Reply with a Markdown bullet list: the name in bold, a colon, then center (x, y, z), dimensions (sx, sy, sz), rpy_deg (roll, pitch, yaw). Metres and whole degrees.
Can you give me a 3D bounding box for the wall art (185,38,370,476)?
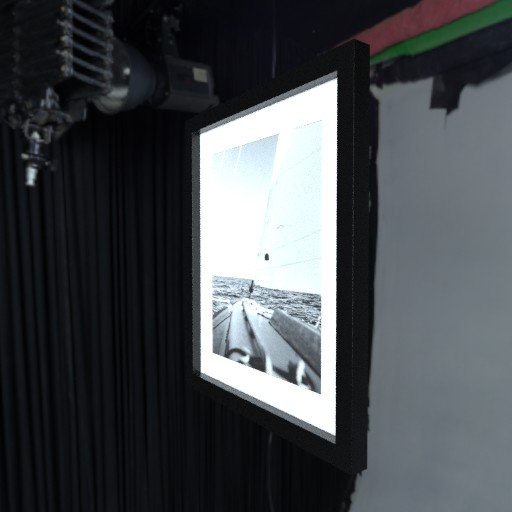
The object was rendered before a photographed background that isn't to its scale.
- **wall art**: center (0.000, 0.000, 0.761), dimensions (0.031, 0.558, 0.461), rpy_deg (-1, 2, -36)
